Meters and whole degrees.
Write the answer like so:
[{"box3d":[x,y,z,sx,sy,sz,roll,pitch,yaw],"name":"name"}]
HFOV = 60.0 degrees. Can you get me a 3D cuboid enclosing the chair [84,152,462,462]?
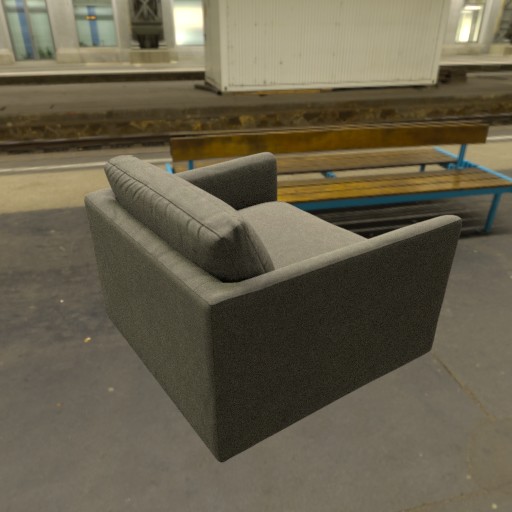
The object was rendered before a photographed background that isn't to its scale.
[{"box3d":[0.000,0.000,1.898,1.091,0.845,1.190,-19,33,-32],"name":"chair"}]
